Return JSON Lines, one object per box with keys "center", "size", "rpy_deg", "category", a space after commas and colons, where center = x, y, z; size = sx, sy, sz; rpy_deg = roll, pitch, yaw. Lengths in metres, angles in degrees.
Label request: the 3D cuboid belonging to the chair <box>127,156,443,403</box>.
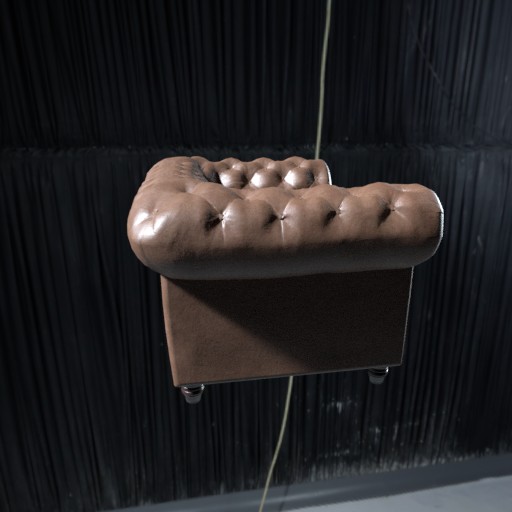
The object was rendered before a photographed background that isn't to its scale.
{"center": [0.000, 0.000, 1.913], "size": [0.954, 0.784, 1.298], "rpy_deg": [-3, 17, -10], "category": "chair"}
